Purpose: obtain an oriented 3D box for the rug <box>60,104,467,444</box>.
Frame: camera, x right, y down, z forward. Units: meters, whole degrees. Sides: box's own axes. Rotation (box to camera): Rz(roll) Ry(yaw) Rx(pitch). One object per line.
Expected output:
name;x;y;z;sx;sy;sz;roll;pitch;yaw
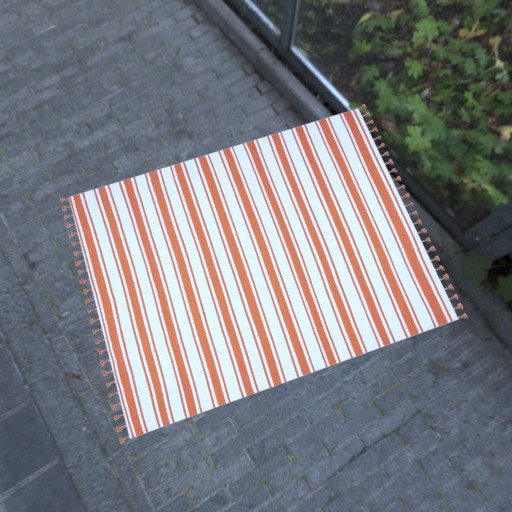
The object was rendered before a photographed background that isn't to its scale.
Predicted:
rug;0.000;0.000;4.329;3.369;0.035;2.451;-18;75;-5
